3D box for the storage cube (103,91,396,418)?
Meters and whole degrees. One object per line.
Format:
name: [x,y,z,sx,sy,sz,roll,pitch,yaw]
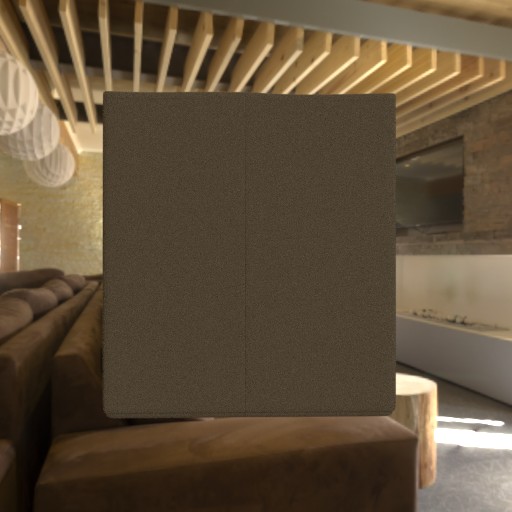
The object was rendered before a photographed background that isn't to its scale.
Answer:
storage cube: [0.000,0.000,0.510,0.270,0.280,0.270,0,0,-1]
